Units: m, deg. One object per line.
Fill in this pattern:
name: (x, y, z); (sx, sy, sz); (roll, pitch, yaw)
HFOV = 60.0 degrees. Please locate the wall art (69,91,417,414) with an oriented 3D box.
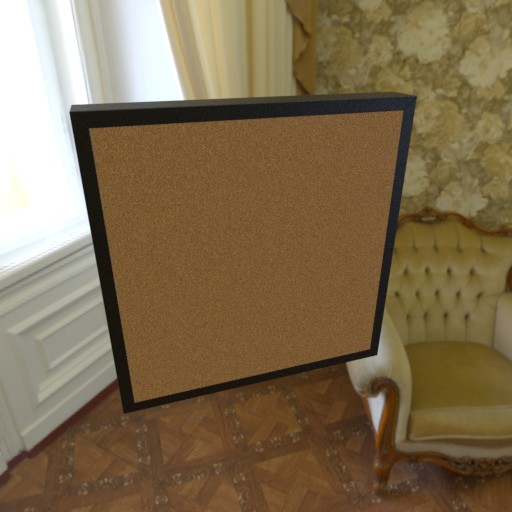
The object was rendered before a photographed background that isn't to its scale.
wall art: (0.000, 0.000, 0.454); (0.304, 0.304, 0.038); (-8, 28, -16)
